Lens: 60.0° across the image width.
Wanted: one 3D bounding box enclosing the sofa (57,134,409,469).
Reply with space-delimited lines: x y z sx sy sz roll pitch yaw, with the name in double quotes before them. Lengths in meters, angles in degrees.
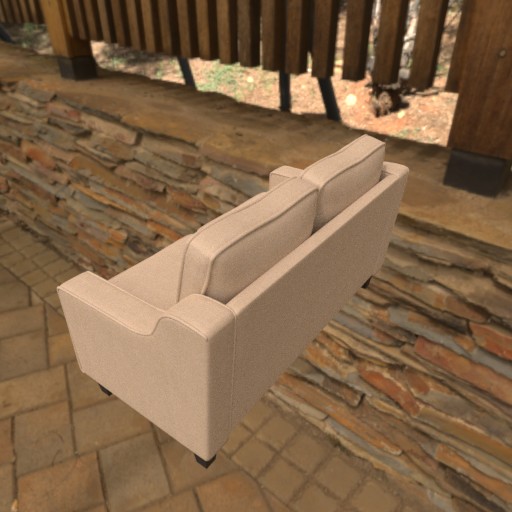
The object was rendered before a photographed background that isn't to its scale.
"sofa" 0.000 0.000 3.463 1.351 1.562 2.587 22 38 30
